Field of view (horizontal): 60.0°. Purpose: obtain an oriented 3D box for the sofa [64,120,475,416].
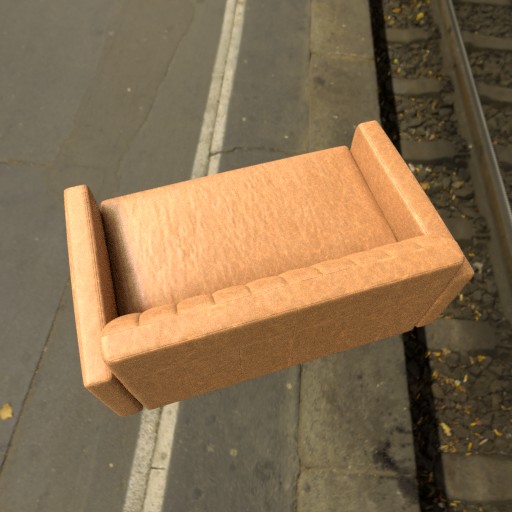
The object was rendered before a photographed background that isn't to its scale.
[{"bbox_3d":[0.000,0.000,2.063,1.549,0.820,0.960,-15,60,-9],"label":"sofa"}]
